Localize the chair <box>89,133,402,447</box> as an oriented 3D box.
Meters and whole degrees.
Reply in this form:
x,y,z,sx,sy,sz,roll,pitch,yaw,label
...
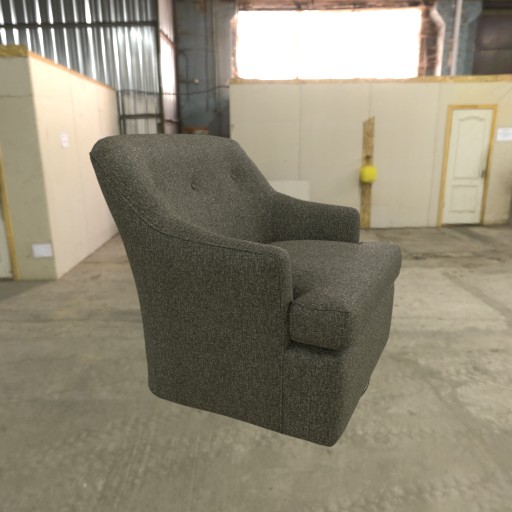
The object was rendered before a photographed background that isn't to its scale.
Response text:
x,y,z,sx,sy,sz,roll,pitch,yaw,label
0.000,0.000,1.606,0.923,0.856,0.864,8,17,26,chair
